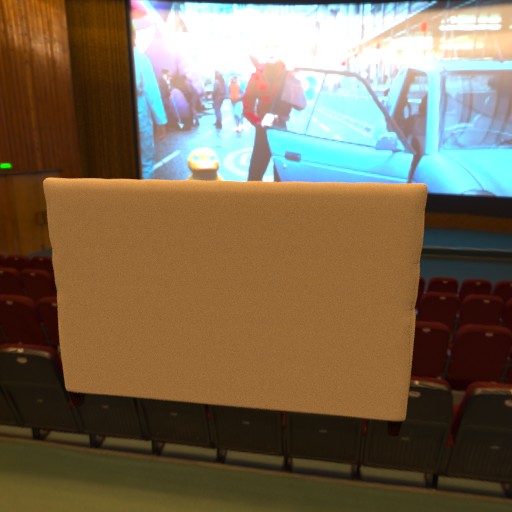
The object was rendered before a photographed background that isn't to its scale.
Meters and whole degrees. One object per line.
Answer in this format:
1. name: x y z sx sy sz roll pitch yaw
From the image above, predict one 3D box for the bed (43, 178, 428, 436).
1. bed: 0.000 0.000 3.596 2.078 1.427 2.387 2 15 8
